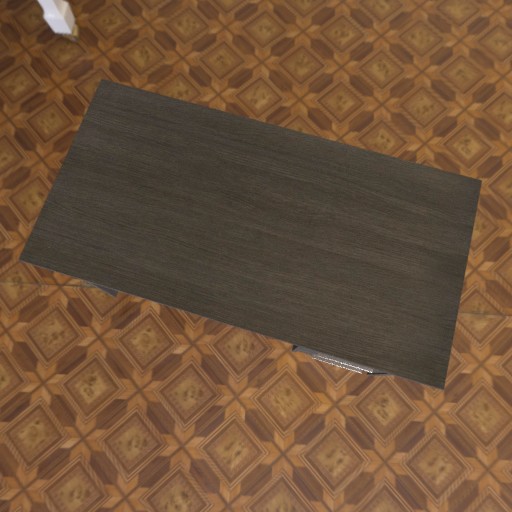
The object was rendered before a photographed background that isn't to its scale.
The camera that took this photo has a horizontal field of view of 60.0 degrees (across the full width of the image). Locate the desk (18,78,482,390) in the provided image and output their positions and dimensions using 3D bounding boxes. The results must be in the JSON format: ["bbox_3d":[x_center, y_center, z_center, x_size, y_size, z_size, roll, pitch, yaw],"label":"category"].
[{"bbox_3d":[0.000,0.000,1.507,1.096,0.730,0.560,16,75,4],"label":"desk"}]
